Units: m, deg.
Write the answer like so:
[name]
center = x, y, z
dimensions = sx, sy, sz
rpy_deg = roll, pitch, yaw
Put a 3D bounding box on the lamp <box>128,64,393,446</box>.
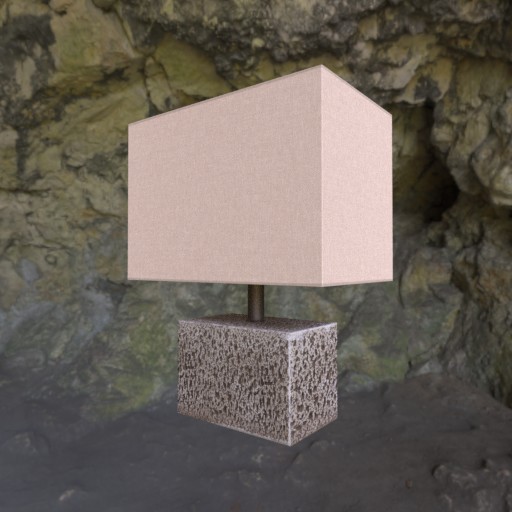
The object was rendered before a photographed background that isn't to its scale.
[lamp]
center = 0.000, 0.000, 0.573
dimensions = 0.294, 0.411, 0.180
rpy_deg = -1, -1, 37
